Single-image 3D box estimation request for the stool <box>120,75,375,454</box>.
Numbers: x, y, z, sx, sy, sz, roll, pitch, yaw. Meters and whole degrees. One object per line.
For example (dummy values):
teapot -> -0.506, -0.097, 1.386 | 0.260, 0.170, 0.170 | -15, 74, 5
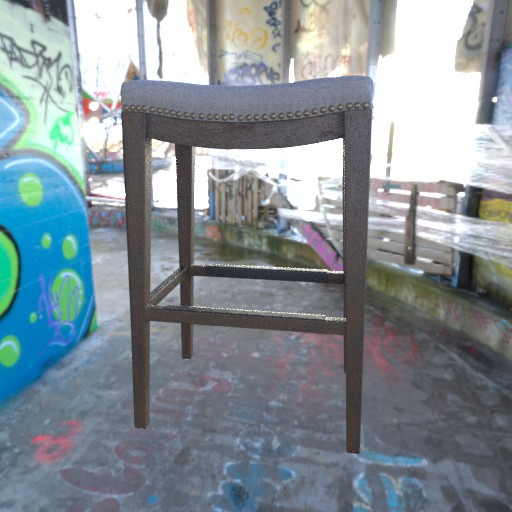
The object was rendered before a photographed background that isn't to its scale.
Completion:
stool -> 0.000, 0.000, 1.048 | 0.508, 0.762, 0.356 | 3, 16, 10
